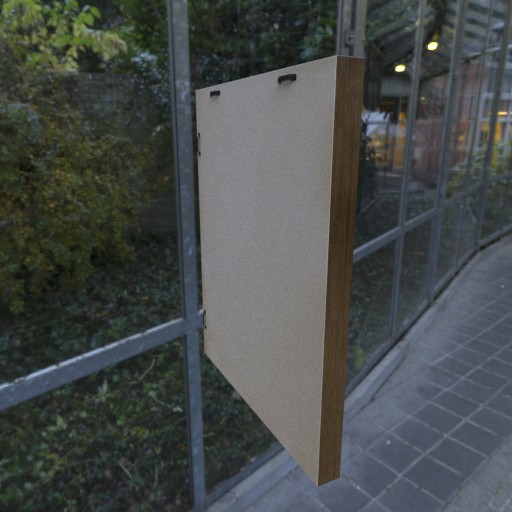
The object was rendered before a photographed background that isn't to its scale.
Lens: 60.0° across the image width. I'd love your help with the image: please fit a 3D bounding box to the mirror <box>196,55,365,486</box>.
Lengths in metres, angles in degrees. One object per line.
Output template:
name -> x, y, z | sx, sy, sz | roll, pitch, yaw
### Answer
mirror -> 0.000, 0.000, 0.678 | 0.041, 0.508, 0.405 | -8, 17, -26
